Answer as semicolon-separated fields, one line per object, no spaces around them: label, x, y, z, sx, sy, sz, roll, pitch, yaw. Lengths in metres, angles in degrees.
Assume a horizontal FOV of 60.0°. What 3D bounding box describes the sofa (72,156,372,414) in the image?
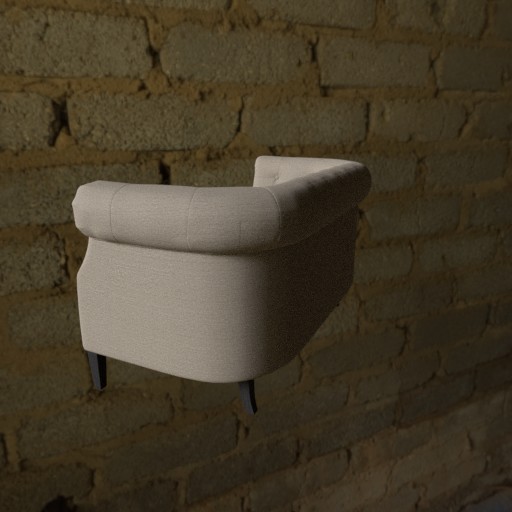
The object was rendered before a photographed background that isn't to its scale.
sofa;0.000;0.000;2.080;0.835;0.827;1.558;8;18;25
